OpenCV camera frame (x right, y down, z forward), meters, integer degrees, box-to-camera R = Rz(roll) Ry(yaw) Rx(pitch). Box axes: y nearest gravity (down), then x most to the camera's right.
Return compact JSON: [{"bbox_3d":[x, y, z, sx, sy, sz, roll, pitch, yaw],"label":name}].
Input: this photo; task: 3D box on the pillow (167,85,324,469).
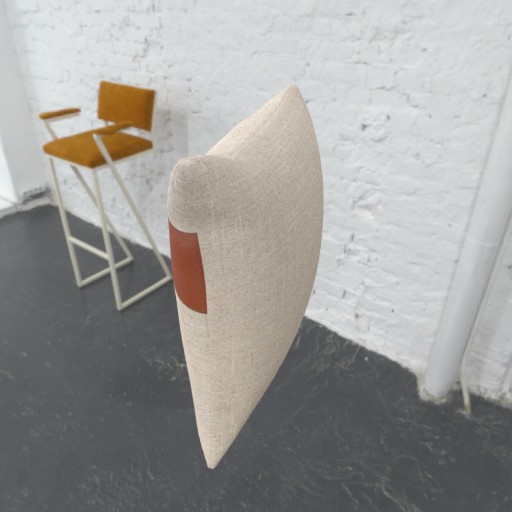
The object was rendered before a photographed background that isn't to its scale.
[{"bbox_3d":[0.000,0.000,0.623,0.173,0.399,0.414,8,31,14],"label":"pillow"}]
